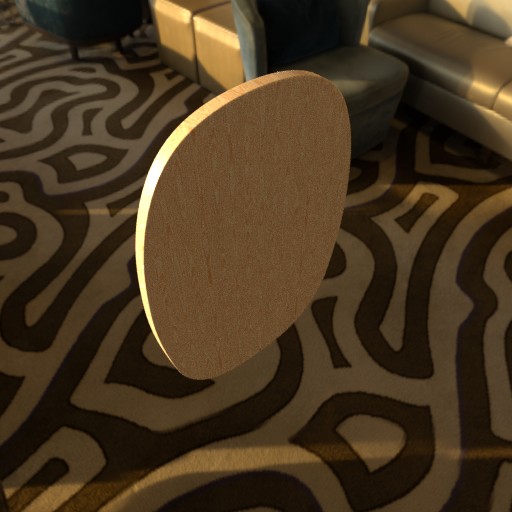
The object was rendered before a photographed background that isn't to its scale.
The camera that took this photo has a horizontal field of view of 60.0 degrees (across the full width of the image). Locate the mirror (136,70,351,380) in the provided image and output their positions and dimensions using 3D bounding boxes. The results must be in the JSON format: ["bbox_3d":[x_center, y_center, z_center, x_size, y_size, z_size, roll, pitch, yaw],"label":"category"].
[{"bbox_3d":[0.000,0.000,1.327,0.724,1.075,0.037,-31,55,-25],"label":"mirror"}]
